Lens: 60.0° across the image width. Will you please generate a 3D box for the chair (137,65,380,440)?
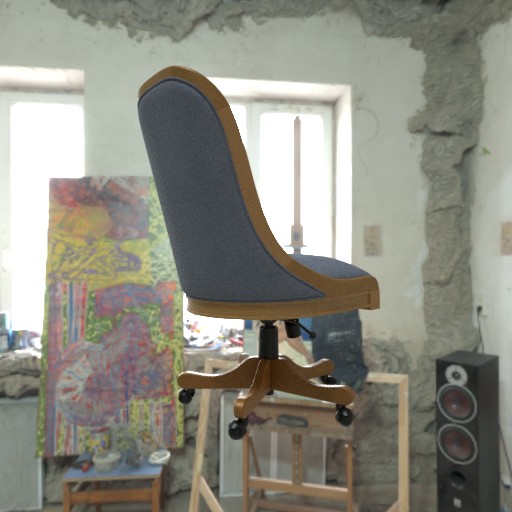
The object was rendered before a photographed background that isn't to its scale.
[{"bbox_3d":[0.000,0.000,1.482,0.735,1.031,0.605,-1,1,-37],"label":"chair"}]
